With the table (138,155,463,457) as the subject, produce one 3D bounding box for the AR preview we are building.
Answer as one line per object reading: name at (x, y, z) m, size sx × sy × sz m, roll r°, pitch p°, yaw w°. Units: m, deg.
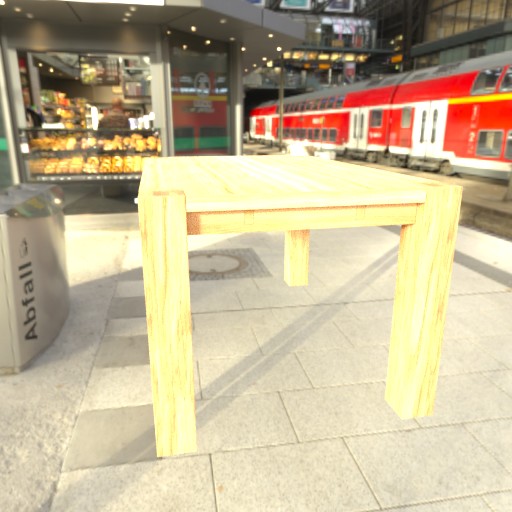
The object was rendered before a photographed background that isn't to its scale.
table at (0.000, 0.000, 1.930) m, size 0.900 × 0.760 × 1.400 m, roll -4°, pitch 17°, yaw -12°
